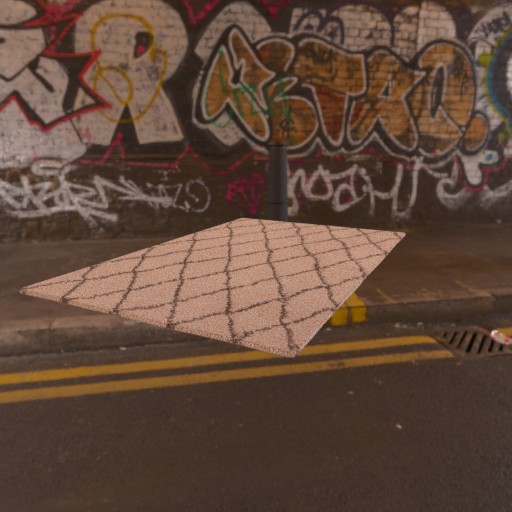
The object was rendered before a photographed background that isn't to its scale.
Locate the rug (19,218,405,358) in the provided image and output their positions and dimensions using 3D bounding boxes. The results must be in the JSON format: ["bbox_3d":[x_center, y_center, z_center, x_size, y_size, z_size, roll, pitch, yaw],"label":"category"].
[{"bbox_3d":[0.000,0.000,3.416,1.778,0.030,2.743,8,17,26],"label":"rug"}]
